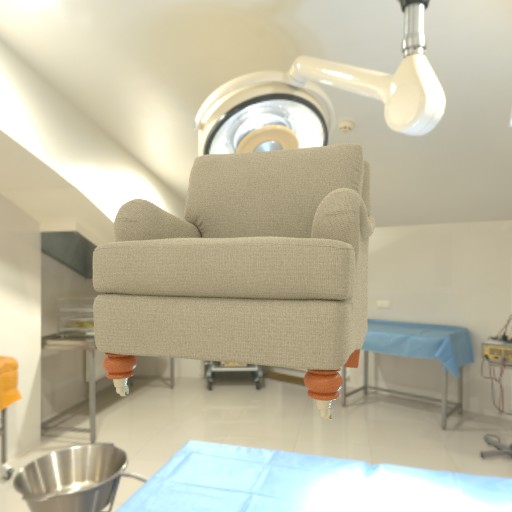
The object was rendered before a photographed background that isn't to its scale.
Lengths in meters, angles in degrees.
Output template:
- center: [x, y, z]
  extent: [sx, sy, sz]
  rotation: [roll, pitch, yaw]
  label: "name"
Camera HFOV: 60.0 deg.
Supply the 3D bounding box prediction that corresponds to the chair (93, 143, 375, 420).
- center: [0.000, 0.000, 1.902]
  extent: [0.955, 1.038, 1.070]
  rotation: [0, 0, 18]
  label: "chair"
